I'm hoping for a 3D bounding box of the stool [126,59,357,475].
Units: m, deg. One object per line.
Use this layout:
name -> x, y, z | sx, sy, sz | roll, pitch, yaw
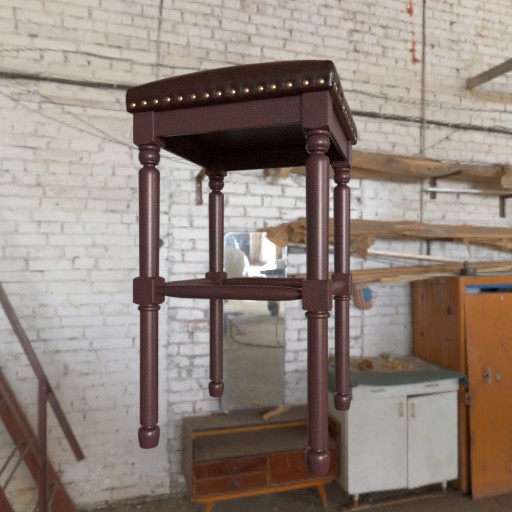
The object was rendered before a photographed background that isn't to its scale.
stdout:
stool -> 0.000, 0.000, 0.923 | 0.383, 0.702, 0.382 | 0, 0, 18
